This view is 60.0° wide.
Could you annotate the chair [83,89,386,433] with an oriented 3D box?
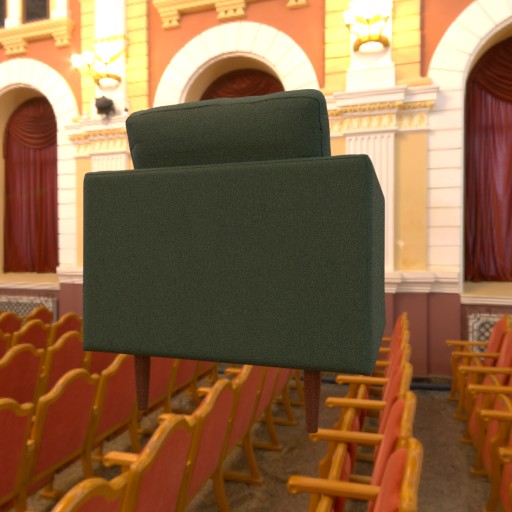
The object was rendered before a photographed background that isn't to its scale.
[{"bbox_3d":[0.000,0.000,1.558,0.855,0.927,0.800,0,1,18],"label":"chair"}]
